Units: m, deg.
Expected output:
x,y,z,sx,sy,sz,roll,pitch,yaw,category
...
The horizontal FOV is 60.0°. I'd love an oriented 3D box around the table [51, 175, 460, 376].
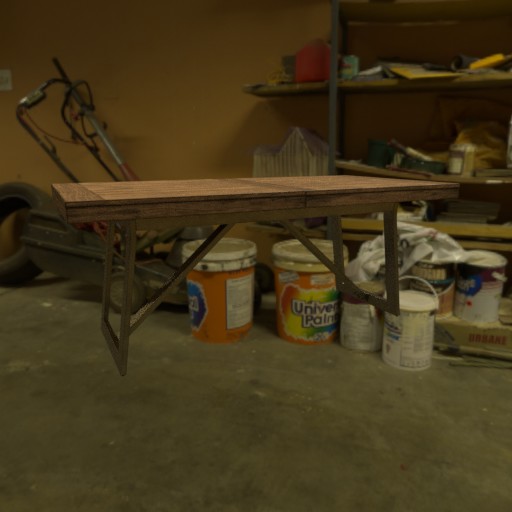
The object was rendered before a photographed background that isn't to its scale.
x,y,z,sx,sy,sz,roll,pitch,yaw,category
0.000,0.000,2.347,1.867,0.757,0.931,-7,15,-26,table
